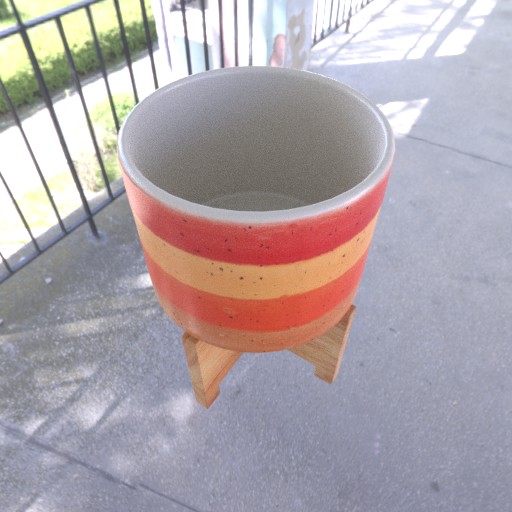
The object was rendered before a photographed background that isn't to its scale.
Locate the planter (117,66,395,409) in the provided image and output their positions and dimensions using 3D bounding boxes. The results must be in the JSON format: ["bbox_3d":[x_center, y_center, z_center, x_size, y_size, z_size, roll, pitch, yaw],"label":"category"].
[{"bbox_3d":[0.000,0.000,0.405,0.199,0.268,0.199,0,48,0],"label":"planter"}]
